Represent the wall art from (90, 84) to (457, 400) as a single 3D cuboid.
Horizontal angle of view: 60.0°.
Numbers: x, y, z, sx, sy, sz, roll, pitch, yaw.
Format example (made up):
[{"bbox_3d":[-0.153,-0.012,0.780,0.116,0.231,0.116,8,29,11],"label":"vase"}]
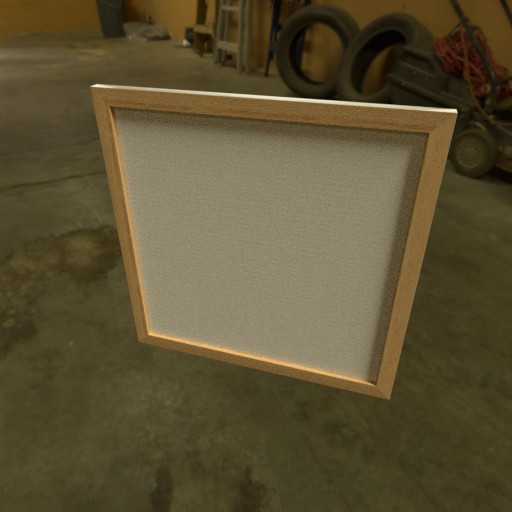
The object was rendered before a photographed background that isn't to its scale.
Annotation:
[{"bbox_3d":[0.000,0.000,1.100,0.762,0.762,0.027,9,33,15],"label":"wall art"}]
